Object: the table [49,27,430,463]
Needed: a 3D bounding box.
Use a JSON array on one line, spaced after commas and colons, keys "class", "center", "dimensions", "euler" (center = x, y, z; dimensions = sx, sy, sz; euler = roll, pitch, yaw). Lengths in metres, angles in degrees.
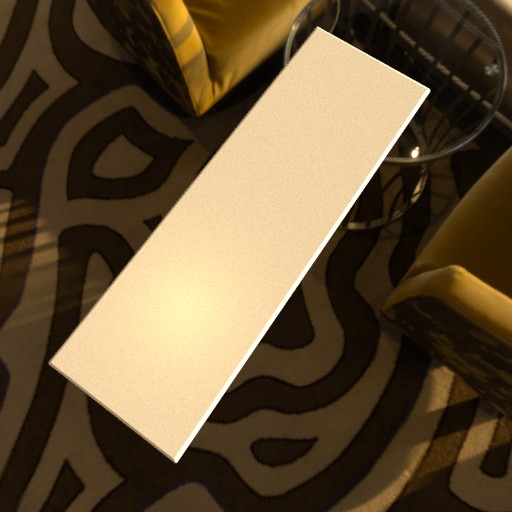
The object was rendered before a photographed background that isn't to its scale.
[{"class": "table", "center": [0.000, 0.000, 1.546], "dimensions": [0.386, 0.814, 1.191], "euler": [34, 77, 9]}]
